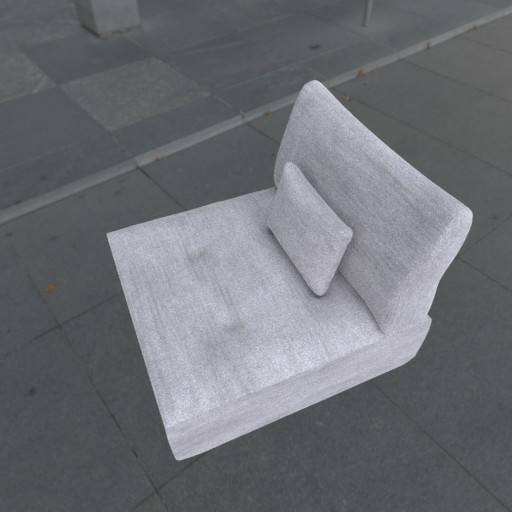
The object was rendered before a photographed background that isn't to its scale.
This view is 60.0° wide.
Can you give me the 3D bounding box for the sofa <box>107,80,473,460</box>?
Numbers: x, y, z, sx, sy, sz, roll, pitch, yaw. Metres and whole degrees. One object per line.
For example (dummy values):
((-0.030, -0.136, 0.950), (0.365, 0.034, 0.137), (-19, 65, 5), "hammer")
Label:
((0.000, 0.000, 1.675), (1.000, 0.820, 0.930), (-18, 49, -16), "sofa")
